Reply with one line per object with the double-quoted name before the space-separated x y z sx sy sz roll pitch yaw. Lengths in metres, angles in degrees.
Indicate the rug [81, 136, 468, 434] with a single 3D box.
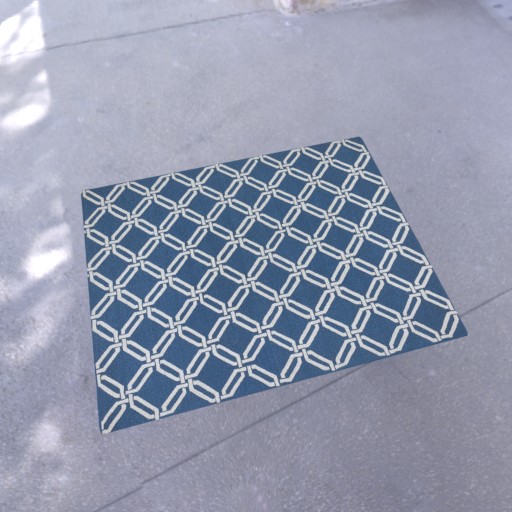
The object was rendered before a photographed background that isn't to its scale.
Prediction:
"rug" 0.000 0.000 3.859 2.867 0.020 2.277 -13 60 -8
